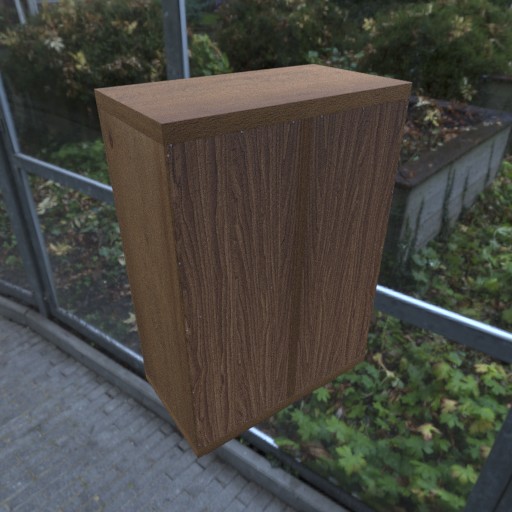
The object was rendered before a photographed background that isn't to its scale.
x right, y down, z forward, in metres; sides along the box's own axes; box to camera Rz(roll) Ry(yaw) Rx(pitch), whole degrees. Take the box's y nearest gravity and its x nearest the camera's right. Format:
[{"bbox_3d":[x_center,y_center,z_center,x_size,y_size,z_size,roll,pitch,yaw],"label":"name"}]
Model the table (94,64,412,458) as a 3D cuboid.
[{"bbox_3d":[0.000,0.000,1.769,0.901,1.294,0.524,-20,37,-29],"label":"table"}]
